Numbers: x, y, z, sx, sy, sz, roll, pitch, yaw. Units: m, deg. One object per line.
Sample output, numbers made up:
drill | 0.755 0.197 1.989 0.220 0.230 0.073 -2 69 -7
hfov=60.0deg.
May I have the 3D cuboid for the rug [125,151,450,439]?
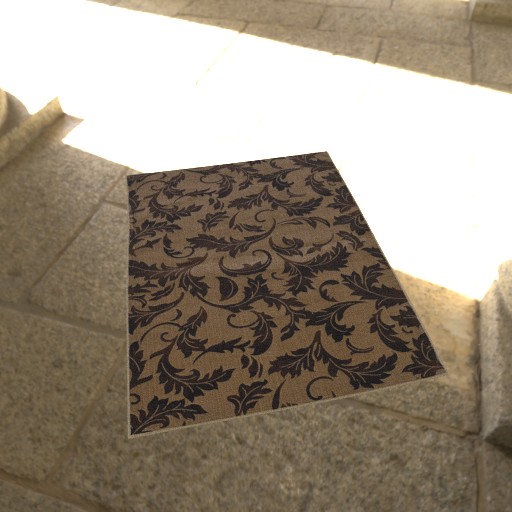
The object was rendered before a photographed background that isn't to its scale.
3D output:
rug | 0.000 0.000 4.133 2.380 0.008 2.977 -9 48 -8
